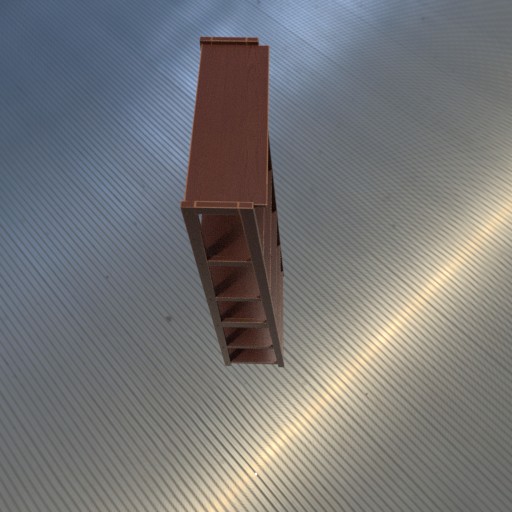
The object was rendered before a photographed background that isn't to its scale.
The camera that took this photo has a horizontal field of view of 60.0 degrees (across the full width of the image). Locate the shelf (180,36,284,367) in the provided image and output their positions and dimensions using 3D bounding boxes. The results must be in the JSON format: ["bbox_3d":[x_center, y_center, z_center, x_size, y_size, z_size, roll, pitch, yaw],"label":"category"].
[{"bbox_3d":[0.000,0.000,2.147,0.381,1.892,0.660,1,64,1],"label":"shelf"}]
